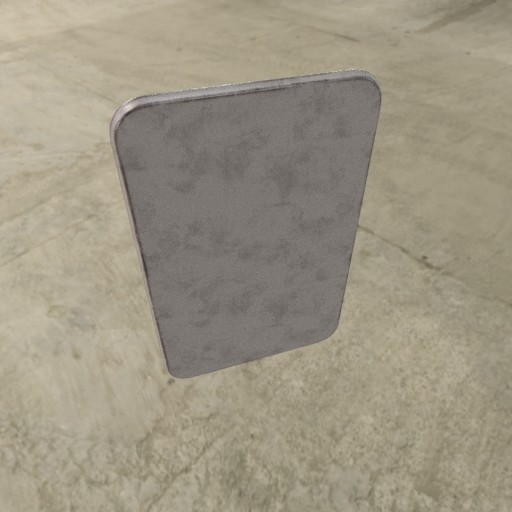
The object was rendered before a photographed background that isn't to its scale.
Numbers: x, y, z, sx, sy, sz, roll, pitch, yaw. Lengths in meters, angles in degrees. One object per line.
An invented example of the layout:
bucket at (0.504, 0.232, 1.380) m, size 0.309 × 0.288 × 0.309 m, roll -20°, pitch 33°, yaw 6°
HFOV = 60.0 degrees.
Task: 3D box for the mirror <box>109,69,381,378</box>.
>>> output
mirror at (0.000, 0.000, 0.917) m, size 0.461 × 0.713 × 0.024 m, roll -12°, pitch 43°, yaw -13°
